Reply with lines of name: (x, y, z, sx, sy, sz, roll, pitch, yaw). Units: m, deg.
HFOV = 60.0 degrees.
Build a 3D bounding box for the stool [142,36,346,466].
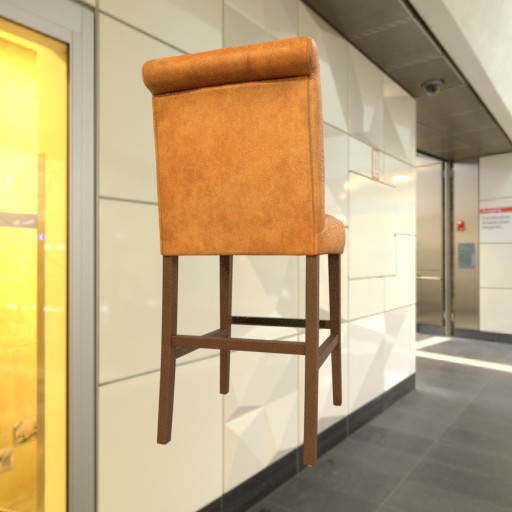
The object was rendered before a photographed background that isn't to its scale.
stool: (0.000, 0.000, 1.363, 0.493, 1.047, 0.601, 0, 0, 18)
